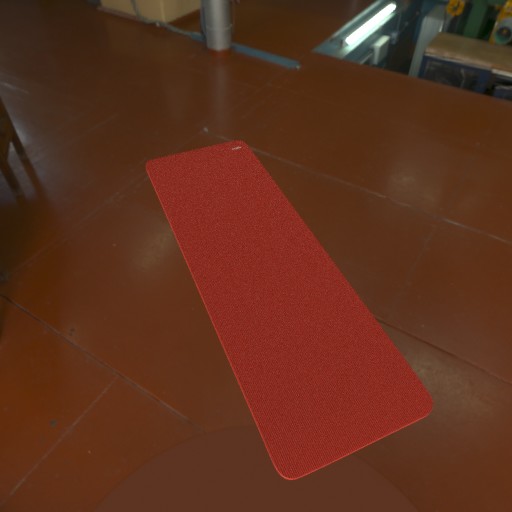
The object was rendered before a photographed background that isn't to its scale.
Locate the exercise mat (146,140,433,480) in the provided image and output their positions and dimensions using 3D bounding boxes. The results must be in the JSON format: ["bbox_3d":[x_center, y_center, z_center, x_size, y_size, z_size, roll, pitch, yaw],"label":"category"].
[{"bbox_3d":[0.000,0.000,2.057,0.616,0.021,1.869,-17,50,-15],"label":"exercise mat"}]
